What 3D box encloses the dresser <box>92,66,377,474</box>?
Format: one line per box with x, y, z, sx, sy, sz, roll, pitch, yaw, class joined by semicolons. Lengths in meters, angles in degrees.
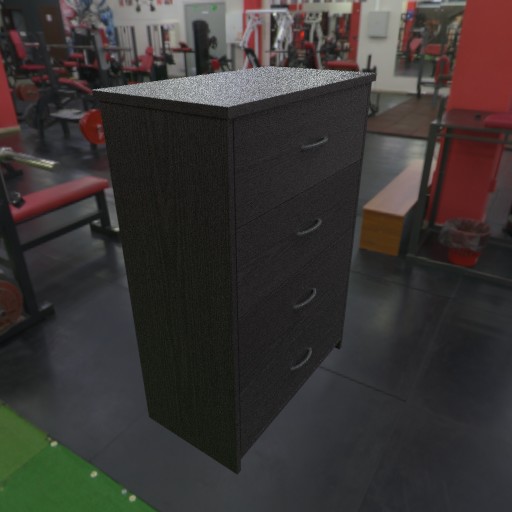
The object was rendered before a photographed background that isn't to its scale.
0.000;0.000;1.377;0.399;1.020;0.704;18;33;30;dresser
